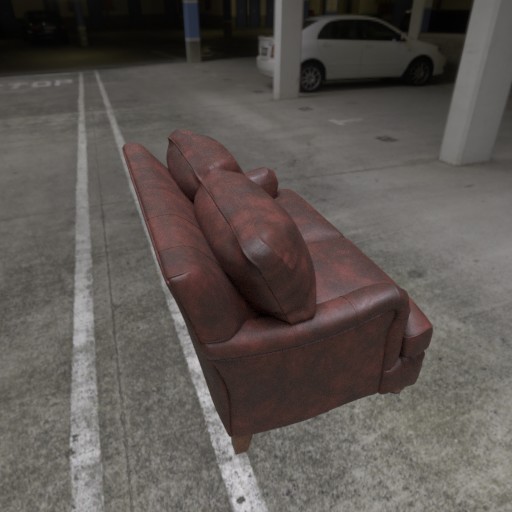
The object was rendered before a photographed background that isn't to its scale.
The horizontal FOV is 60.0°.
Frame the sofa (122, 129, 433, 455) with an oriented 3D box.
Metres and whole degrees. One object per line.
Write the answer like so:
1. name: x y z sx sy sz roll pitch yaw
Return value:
1. sofa: 0.000 0.000 2.395 1.148 1.070 1.628 -11 33 -17
